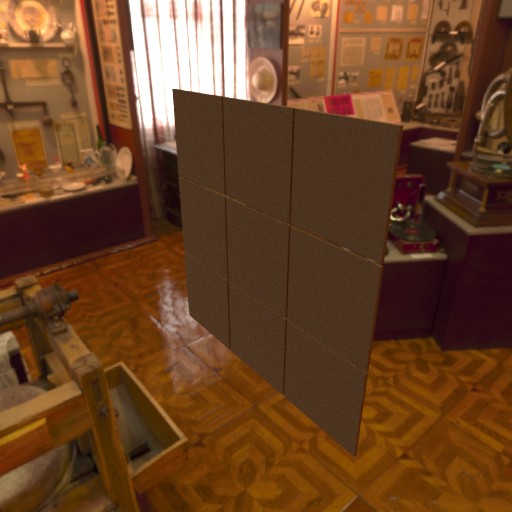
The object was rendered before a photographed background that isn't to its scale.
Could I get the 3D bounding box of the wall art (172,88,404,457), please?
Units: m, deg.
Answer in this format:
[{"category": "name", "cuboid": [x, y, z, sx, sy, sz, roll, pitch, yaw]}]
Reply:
[{"category": "wall art", "cuboid": [0.000, 0.000, 1.837, 0.013, 1.216, 1.216, -19, 32, -34]}]
